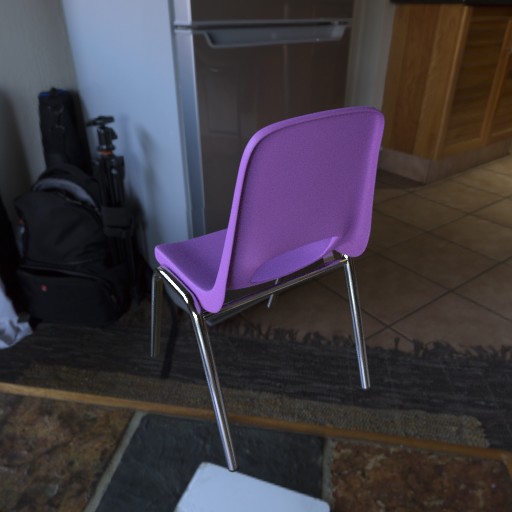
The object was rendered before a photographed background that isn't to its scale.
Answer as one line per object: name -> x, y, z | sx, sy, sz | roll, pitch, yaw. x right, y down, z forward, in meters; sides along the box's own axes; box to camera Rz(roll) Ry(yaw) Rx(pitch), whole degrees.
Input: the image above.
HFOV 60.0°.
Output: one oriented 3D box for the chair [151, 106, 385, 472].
chair -> 0.000, 0.000, 0.691 | 0.291, 0.493, 0.301 | -19, 36, -29
